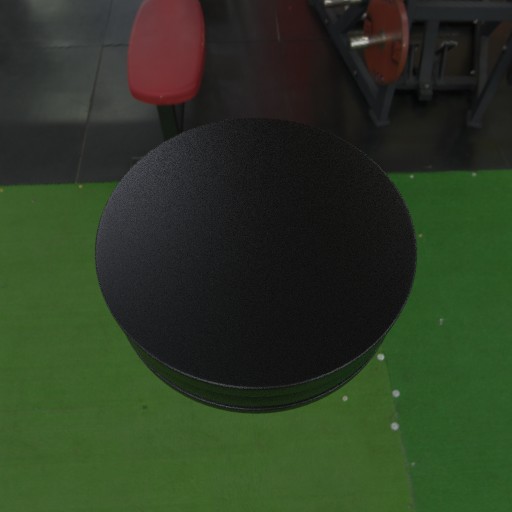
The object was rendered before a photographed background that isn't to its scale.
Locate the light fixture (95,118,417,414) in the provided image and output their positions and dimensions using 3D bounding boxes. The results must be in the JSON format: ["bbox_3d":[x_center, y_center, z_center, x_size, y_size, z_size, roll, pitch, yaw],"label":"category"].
[{"bbox_3d":[0.000,0.000,0.432,0.283,0.097,0.283,0,59,0],"label":"light fixture"}]
